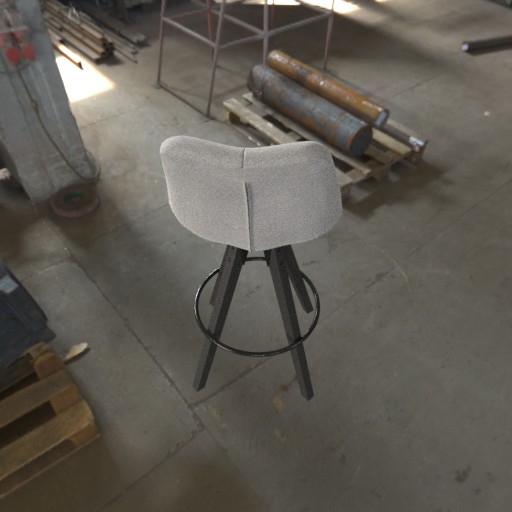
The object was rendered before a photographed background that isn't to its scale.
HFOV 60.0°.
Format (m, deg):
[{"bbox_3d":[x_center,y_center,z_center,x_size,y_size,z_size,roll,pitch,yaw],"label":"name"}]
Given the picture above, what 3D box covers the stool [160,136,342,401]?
[{"bbox_3d":[0.000,0.000,1.391,0.485,1.115,0.550,4,46,3],"label":"stool"}]
